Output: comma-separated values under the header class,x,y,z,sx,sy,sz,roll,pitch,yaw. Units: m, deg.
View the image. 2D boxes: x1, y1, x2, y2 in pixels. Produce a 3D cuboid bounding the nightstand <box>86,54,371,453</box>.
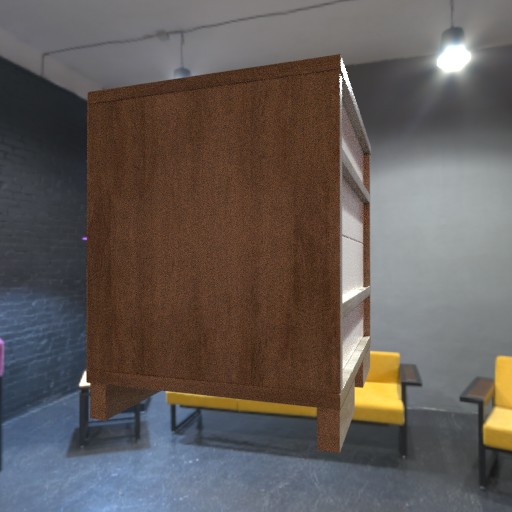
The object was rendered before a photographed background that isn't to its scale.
class,x,y,z,sx,sy,sz,roll,pitch,yaw
nightstand,0.000,0.000,0.752,0.347,0.448,0.427,0,-1,19
